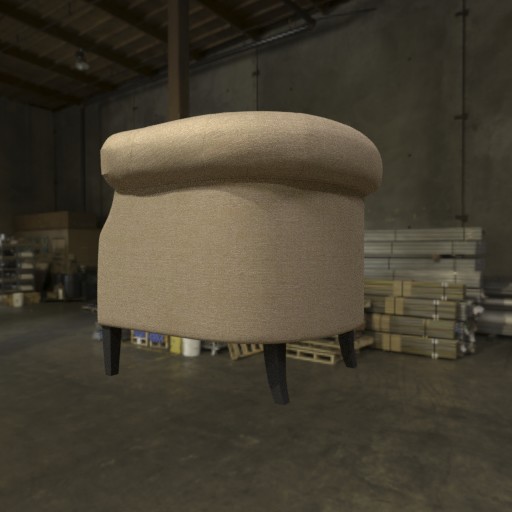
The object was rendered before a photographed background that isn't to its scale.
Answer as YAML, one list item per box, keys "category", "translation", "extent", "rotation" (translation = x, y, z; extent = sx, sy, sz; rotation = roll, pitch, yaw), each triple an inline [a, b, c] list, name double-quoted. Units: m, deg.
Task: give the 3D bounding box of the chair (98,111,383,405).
- category: "chair"
  translation: [0.000, 0.000, 1.606]
  extent: [0.852, 0.827, 0.905]
  rotation: [0, 1, 36]
